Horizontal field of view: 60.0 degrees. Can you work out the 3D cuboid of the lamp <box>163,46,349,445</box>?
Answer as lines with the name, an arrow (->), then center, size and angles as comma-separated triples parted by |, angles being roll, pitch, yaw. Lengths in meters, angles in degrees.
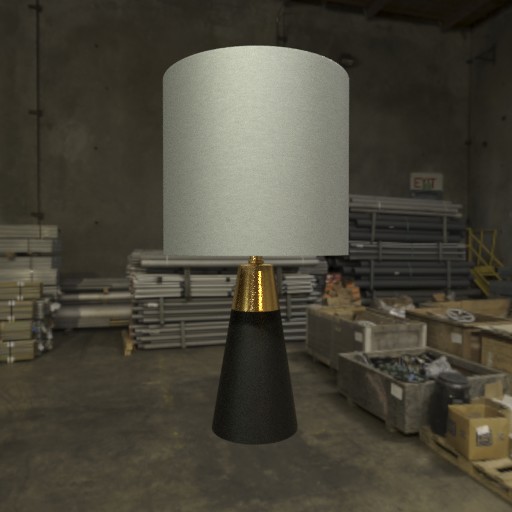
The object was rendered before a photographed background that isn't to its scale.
lamp -> 0.000, 0.000, 0.753 | 0.308, 0.580, 0.308 | 0, 1, -15
